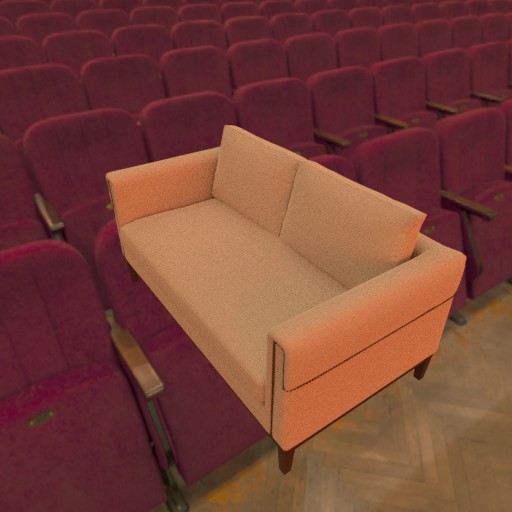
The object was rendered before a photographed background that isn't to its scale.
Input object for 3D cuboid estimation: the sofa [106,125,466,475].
[{"bbox_3d":[0.000,0.000,2.159,0.905,0.873,1.598,-21,39,-29],"label":"sofa"}]
